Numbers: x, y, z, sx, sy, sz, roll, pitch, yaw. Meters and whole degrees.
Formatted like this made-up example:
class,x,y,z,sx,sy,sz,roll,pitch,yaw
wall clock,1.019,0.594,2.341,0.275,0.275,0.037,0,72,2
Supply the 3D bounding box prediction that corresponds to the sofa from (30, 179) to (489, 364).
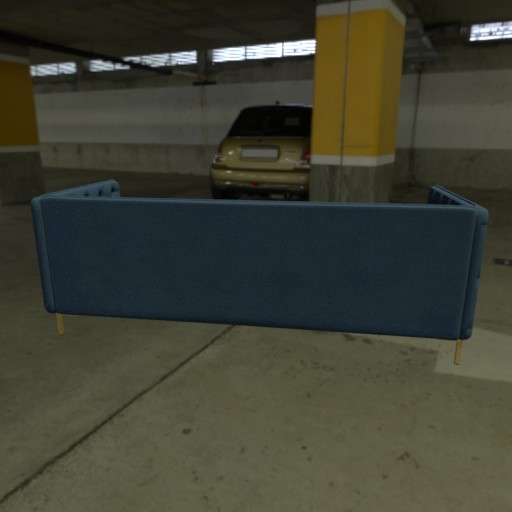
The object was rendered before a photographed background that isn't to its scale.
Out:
class,x,y,z,sx,sy,sz,roll,pitch,yaw
sofa,0.000,0.000,2.565,2.209,0.771,0.895,2,16,9
